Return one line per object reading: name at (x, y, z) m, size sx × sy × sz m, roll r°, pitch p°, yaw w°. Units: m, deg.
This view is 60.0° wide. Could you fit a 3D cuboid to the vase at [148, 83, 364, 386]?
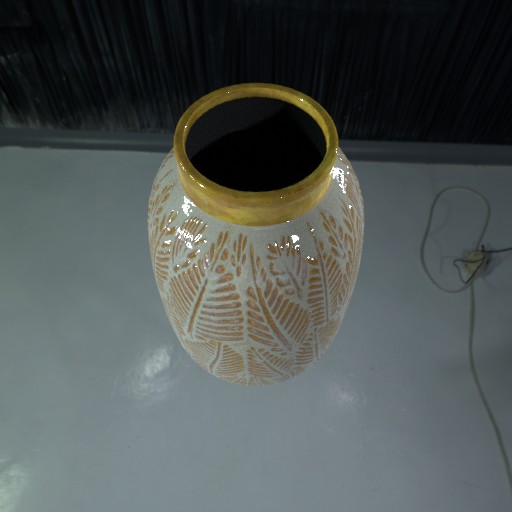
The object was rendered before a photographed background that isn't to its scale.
vase at (0.000, 0.000, 0.374) m, size 0.172 × 0.270 × 0.172 m, roll 0°, pitch 59°, yaw 0°
